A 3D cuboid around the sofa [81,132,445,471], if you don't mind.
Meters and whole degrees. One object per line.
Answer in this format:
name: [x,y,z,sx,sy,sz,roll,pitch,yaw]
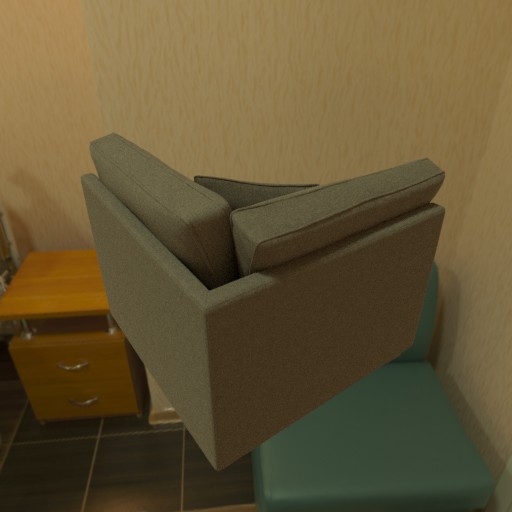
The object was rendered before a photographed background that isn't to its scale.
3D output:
sofa: [0.000,0.000,1.868,1.050,0.951,1.042,-20,37,-30]
